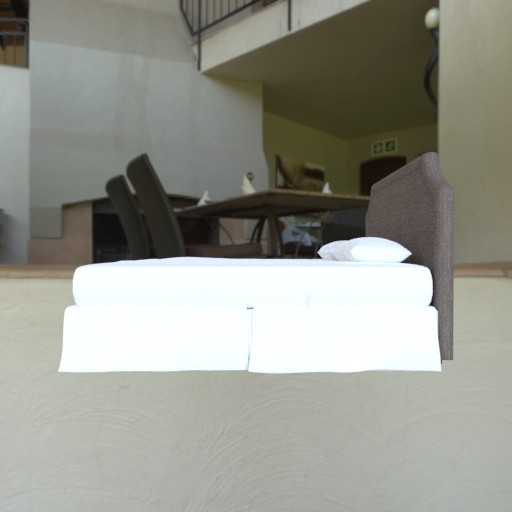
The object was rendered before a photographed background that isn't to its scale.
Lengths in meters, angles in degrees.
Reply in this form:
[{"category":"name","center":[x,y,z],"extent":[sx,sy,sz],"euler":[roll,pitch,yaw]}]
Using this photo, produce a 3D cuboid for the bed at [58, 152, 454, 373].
[{"category":"bed","center":[0.000,0.000,4.170],"extent":[2.773,1.590,2.350],"euler":[0,0,1]}]
